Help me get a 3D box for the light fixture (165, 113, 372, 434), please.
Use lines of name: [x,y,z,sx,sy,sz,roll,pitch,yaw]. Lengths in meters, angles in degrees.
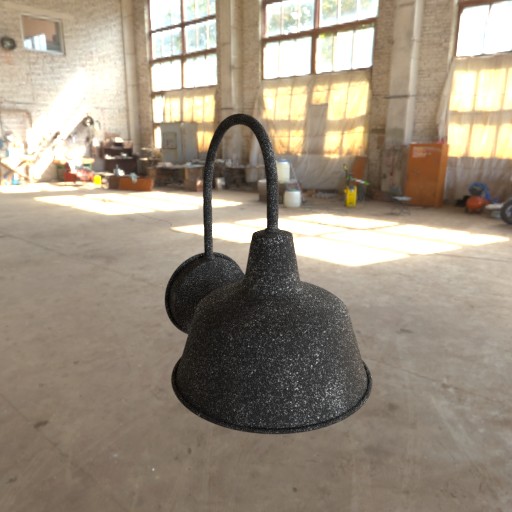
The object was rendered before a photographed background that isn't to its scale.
light fixture: [0.000,0.000,0.484,0.216,0.300,0.283,-8,17,-28]
